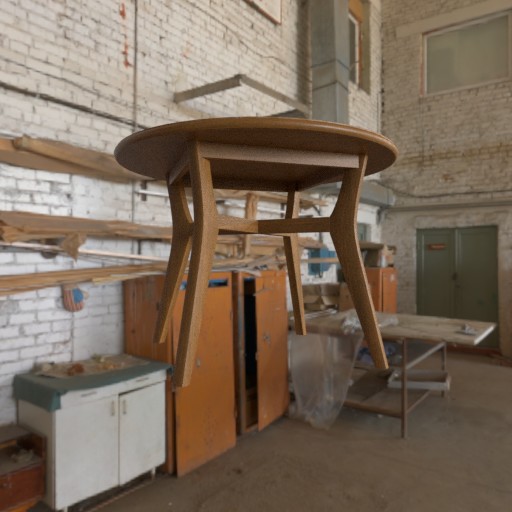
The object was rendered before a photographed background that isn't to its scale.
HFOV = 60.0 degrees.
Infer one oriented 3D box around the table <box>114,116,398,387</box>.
[{"bbox_3d":[0.000,0.000,1.725,1.055,0.757,1.055,0,0,0],"label":"table"}]
